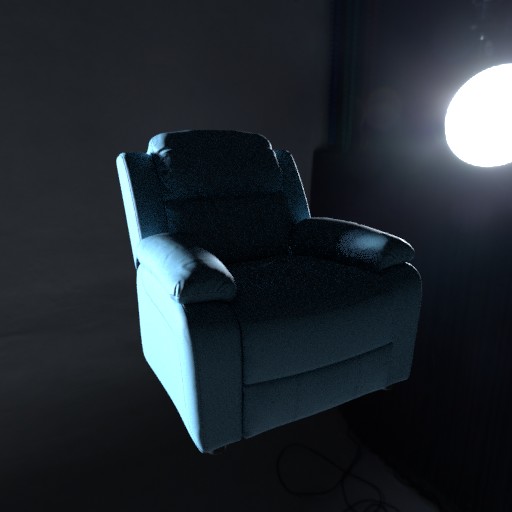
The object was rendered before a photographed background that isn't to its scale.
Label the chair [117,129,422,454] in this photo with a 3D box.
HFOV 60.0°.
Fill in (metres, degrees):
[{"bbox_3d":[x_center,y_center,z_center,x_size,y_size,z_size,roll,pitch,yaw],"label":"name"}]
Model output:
[{"bbox_3d":[0.000,0.000,1.267,0.680,0.702,0.709,-8,17,-28],"label":"chair"}]
